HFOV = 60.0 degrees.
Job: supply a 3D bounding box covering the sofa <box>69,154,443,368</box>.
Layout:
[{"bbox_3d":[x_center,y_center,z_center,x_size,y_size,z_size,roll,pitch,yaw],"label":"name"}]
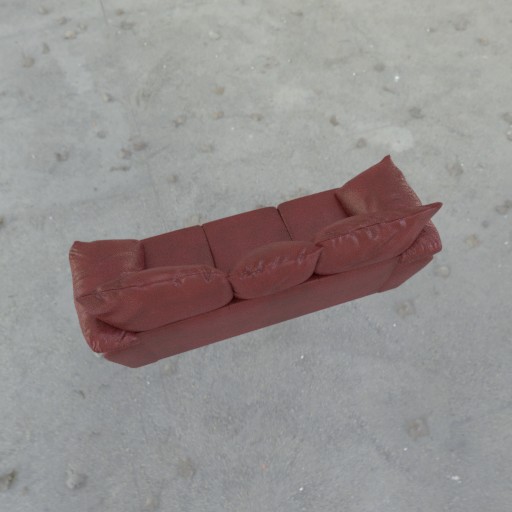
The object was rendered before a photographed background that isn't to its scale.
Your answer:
[{"bbox_3d":[0.000,0.000,3.063,2.390,1.091,0.907,-16,61,-9],"label":"sofa"}]
